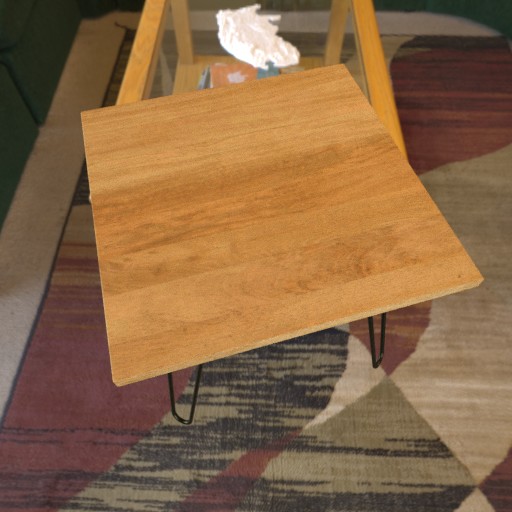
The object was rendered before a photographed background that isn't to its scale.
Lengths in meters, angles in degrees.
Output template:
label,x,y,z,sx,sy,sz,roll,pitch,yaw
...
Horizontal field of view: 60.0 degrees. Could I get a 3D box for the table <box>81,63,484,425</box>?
label,x,y,z,sx,sy,sz,roll,pitch,yaw
table,0.000,0.000,1.039,0.599,0.500,0.599,-14,59,-9
